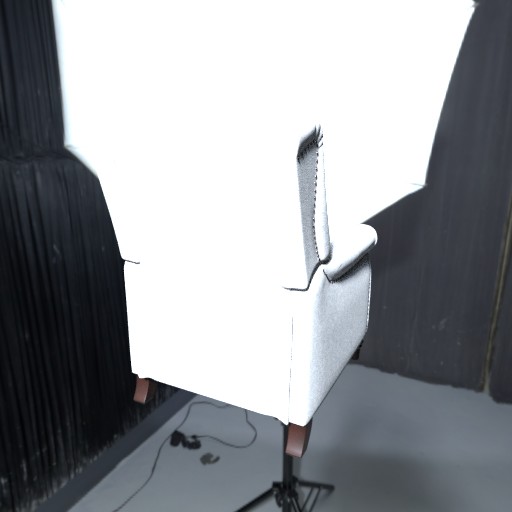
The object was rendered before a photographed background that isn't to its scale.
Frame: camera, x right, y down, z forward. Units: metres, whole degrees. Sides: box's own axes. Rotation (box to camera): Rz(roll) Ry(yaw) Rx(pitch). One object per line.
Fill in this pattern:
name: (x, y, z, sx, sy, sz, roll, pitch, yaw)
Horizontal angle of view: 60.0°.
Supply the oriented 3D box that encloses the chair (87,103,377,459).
chair: (0.000, 0.000, 1.645, 0.742, 1.035, 0.902, 8, 17, 26)
